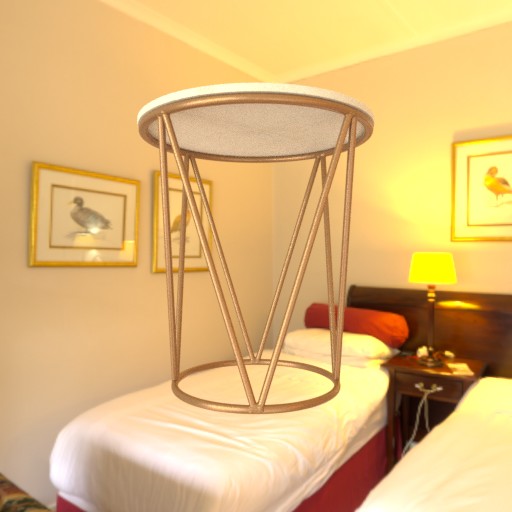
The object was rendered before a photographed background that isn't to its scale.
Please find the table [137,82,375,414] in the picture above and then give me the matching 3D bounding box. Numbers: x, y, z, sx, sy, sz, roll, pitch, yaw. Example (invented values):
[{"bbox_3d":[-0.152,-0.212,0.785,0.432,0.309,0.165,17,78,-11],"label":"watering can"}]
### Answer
[{"bbox_3d":[0.000,0.000,0.968,0.500,0.564,0.500,0,0,0],"label":"table"}]
